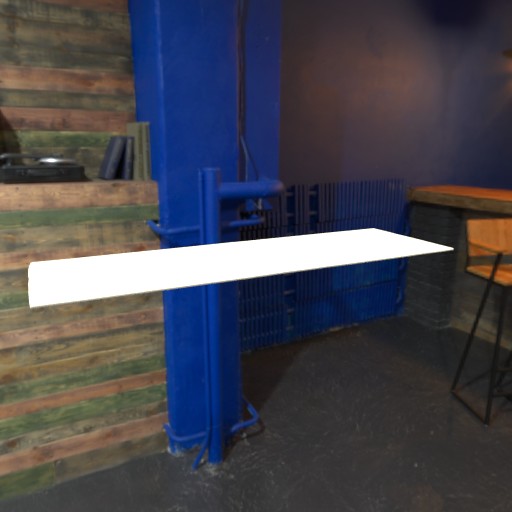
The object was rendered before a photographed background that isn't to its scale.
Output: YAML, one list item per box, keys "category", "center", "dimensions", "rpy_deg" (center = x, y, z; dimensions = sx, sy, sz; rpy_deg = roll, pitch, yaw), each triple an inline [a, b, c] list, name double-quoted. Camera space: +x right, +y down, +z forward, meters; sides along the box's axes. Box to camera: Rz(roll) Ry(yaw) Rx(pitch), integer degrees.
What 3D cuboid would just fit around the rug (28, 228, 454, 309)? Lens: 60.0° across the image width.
- category: "rug"
  center: [0.000, 0.000, 2.660]
  dimensions: [2.450, 0.014, 0.793]
  rpy_deg: [-7, 15, -25]
